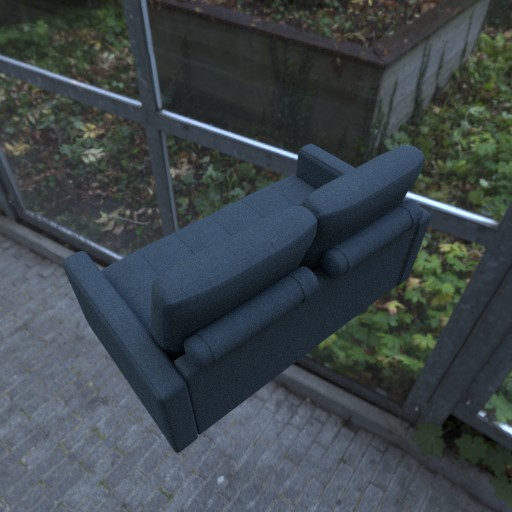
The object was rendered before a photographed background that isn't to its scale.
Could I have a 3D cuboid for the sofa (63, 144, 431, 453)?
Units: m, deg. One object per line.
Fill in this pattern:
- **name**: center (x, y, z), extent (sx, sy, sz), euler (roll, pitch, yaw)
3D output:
- **sofa**: center (0.000, 0.000, 1.958), extent (1.407, 0.907, 0.842), euler (-30, 52, -27)
